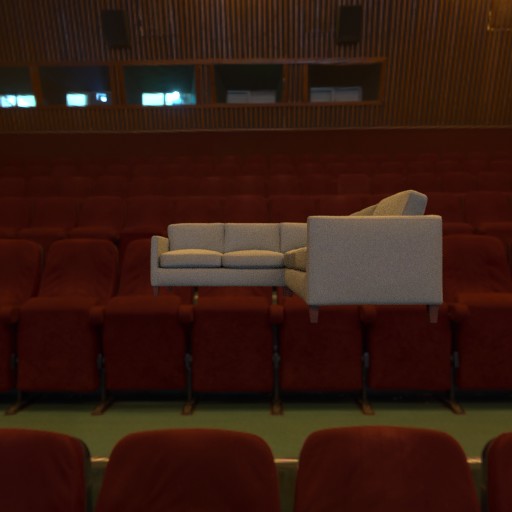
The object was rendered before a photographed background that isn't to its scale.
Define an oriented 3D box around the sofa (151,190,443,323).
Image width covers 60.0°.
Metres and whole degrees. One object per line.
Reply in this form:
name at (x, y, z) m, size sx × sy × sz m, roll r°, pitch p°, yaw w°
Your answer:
sofa at (0.000, 0.000, 4.584) m, size 2.592 × 0.947 × 3.301 m, roll 0°, pitch -1°, yaw 0°
